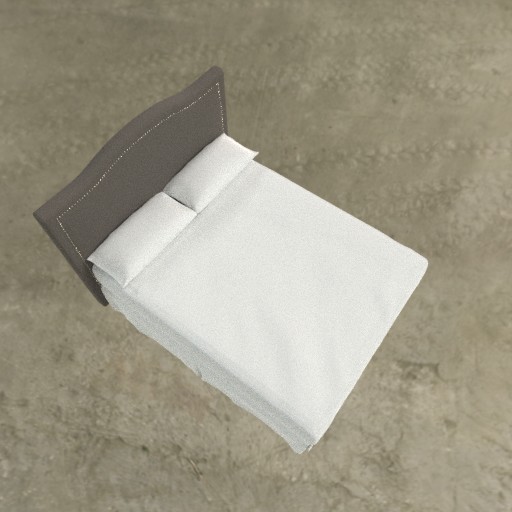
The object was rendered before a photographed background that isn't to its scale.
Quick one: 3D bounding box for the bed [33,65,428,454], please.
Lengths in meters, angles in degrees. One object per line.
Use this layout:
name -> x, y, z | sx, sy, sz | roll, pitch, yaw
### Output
bed -> 0.000, 0.000, 3.104 | 2.036, 1.387, 1.666 | 33, 65, 18
